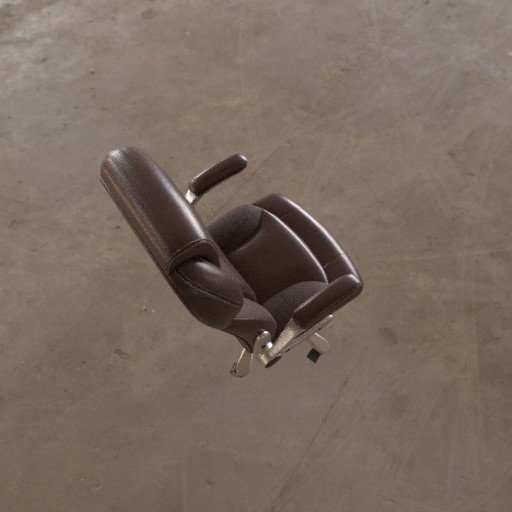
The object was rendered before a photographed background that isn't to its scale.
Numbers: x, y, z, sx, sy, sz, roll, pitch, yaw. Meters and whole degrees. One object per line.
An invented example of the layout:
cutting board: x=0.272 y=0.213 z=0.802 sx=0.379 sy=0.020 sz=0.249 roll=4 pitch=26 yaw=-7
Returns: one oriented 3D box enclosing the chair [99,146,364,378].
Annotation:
chair: x=0.000 y=0.000 z=1.656 sx=0.774 sy=1.160 sz=0.733 roll=-30 pitch=63 yaw=-18
